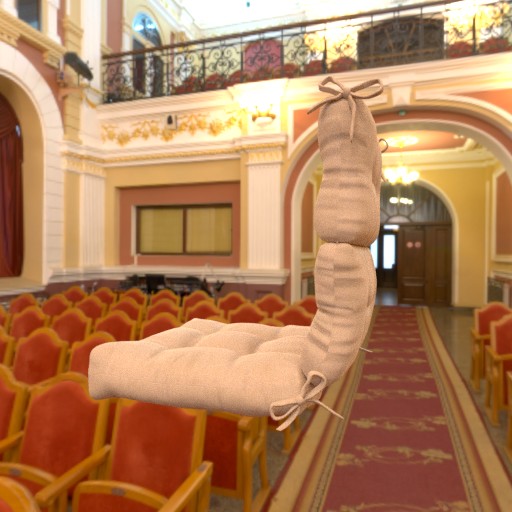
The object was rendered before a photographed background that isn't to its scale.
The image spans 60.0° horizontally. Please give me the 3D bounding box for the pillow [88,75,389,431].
[{"bbox_3d":[0.000,0.000,1.001,0.571,0.605,0.519,0,0,18],"label":"pillow"}]
